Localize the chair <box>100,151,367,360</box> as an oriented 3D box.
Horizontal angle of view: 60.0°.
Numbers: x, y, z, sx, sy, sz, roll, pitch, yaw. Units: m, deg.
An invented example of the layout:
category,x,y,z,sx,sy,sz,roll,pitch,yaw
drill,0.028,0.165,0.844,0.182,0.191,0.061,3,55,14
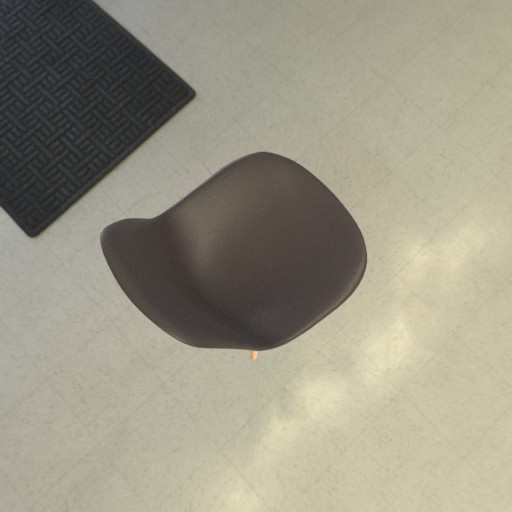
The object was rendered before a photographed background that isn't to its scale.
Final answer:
category,x,y,z,sx,sy,sz,roll,pitch,yaw
chair,0.000,0.000,1.144,0.533,0.825,0.470,-40,79,-9
